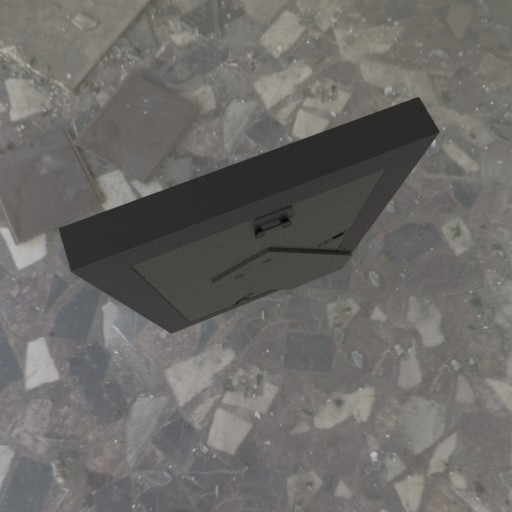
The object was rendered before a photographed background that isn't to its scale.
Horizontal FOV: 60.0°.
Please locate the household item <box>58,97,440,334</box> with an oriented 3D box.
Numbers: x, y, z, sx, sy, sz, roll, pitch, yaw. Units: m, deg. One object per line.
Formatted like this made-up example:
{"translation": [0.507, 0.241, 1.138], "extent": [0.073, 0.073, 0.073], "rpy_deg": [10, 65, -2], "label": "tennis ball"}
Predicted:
{"translation": [0.000, 0.000, 0.234], "extent": [0.133, 0.178, 0.022], "rpy_deg": [-21, 75, -6], "label": "household item"}
